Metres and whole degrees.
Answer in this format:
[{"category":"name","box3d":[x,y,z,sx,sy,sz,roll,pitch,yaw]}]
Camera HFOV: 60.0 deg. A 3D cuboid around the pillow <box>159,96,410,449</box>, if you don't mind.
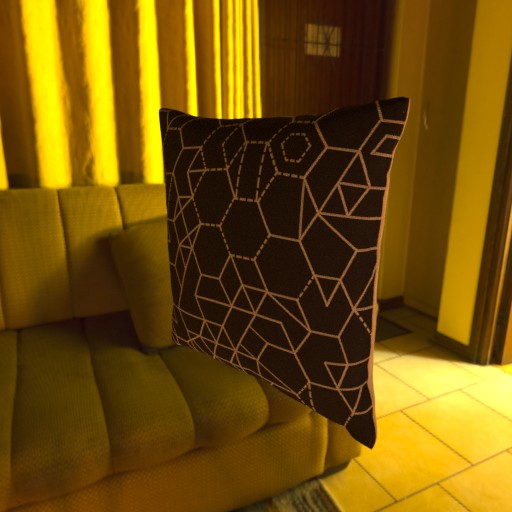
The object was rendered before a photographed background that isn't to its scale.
[{"category":"pillow","box3d":[0.000,0.000,0.777,0.517,0.508,0.158,15,21,41]}]
